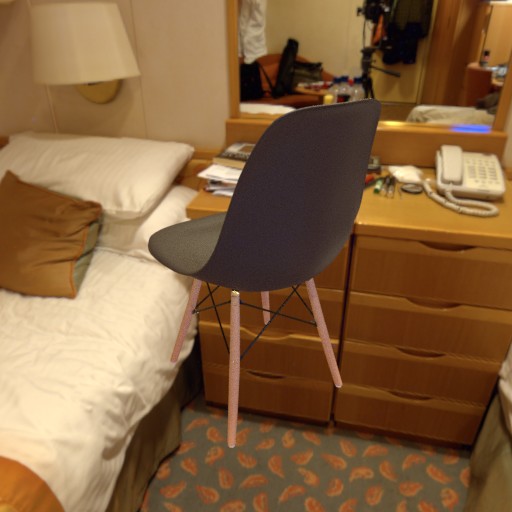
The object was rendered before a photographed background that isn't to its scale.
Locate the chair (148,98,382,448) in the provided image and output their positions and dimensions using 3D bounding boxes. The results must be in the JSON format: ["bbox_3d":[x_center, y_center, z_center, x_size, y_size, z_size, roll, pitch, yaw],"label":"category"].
[{"bbox_3d":[0.000,0.000,1.129,0.470,0.825,0.533,-18,34,-29],"label":"chair"}]
